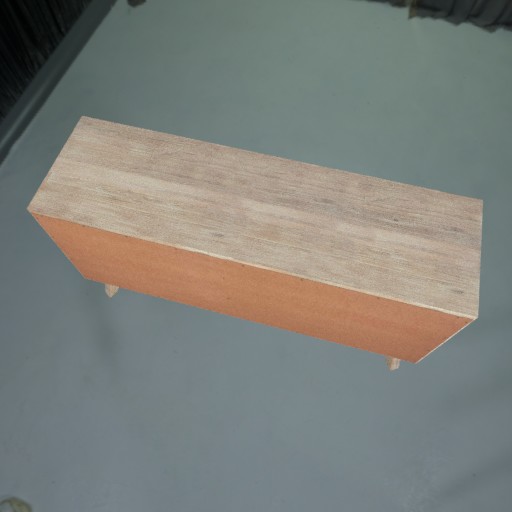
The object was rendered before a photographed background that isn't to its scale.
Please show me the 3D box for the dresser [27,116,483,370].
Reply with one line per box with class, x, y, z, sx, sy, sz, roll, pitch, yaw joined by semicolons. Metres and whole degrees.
dresser;0.000;0.000;1.929;1.554;0.805;0.455;13;64;7
